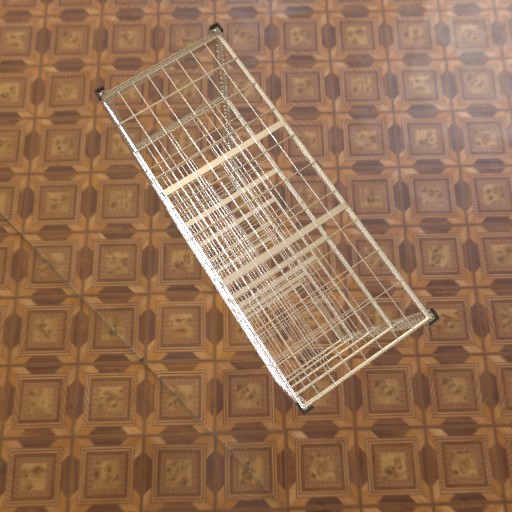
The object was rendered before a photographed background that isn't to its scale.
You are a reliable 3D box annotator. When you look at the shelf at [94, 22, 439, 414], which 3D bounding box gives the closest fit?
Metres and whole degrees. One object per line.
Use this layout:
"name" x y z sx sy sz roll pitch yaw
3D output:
"shelf" 0.000 0.000 2.686 0.610 1.981 1.524 -33 79 -7
